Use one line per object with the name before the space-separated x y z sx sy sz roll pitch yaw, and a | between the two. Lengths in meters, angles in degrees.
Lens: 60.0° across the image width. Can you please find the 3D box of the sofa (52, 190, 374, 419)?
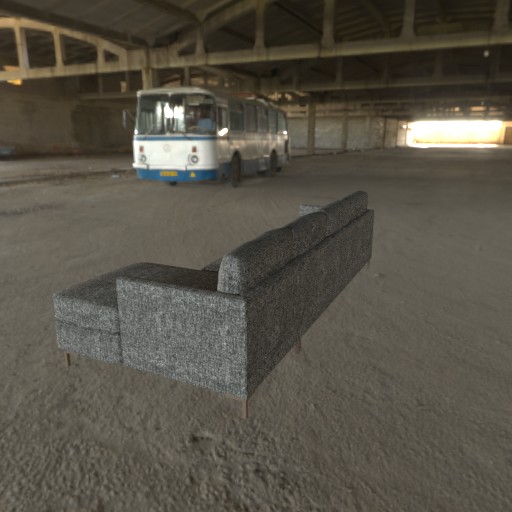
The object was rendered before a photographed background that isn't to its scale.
sofa | 0.000 0.000 4.159 1.488 0.970 3.384 7 17 25
